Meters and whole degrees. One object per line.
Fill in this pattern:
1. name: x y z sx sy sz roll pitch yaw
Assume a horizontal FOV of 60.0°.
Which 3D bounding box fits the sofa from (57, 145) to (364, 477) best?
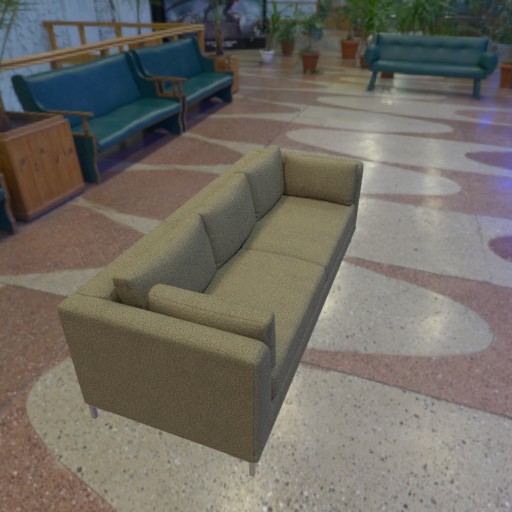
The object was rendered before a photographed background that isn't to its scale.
1. sofa: 0.000 0.000 2.931 0.969 0.867 2.415 11 33 18
